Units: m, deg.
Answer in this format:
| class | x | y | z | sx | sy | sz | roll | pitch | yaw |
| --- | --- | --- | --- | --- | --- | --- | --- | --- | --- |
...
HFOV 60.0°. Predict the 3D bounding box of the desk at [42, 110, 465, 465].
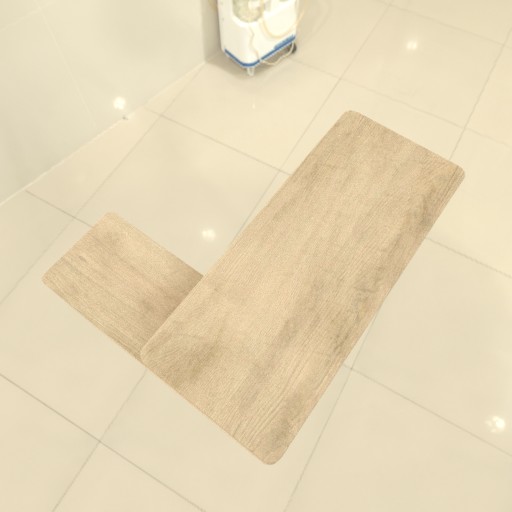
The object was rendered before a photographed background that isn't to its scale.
| class | x | y | z | sx | sy | sz | roll | pitch | yaw |
| --- | --- | --- | --- | --- | --- | --- | --- | --- | --- |
| desk | 0.000 | 0.000 | 2.108 | 1.175 | 0.770 | 1.400 | 34 | 69 | 15 |
